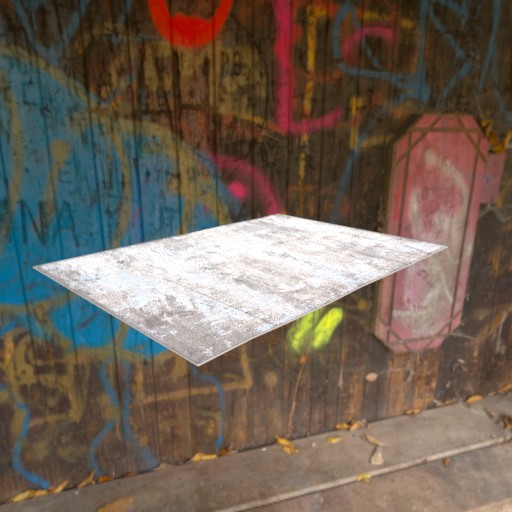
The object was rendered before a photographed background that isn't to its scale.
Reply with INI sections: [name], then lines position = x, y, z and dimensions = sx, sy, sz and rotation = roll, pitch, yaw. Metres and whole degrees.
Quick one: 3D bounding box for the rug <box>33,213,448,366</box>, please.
[rug]
position = 0.000, 0.000, 4.313
dimensions = 2.393, 0.013, 3.307
rotation = 16, 23, 42
